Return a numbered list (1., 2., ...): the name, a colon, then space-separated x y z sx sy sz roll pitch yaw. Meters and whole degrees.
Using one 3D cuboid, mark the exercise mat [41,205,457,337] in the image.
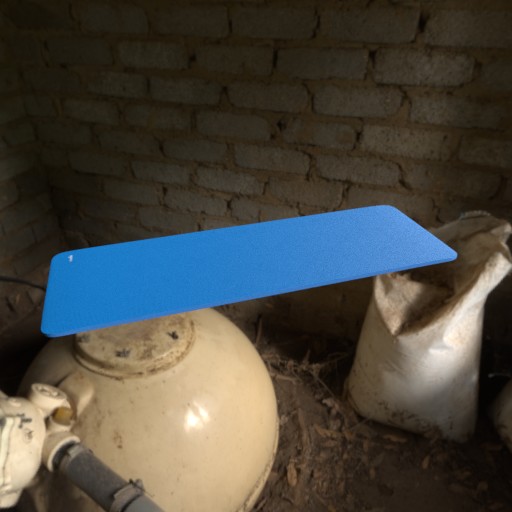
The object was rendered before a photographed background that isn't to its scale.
1. exercise mat: 0.000 0.000 2.121 1.869 0.021 0.616 -9 33 -15
